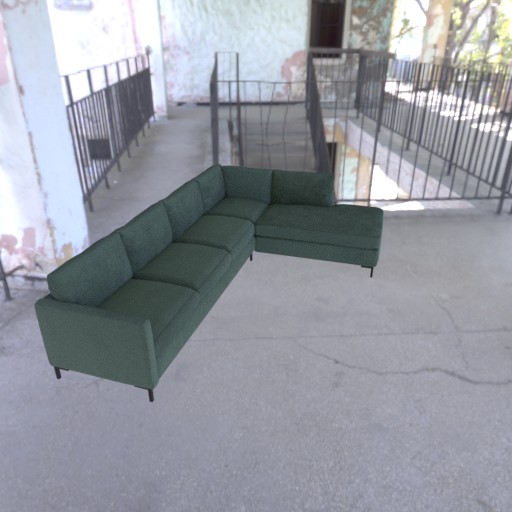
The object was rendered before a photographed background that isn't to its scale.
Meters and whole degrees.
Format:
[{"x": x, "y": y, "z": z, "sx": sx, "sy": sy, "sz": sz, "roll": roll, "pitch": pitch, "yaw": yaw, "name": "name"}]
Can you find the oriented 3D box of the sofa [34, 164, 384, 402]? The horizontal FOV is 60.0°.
[{"x": 0.000, "y": 0.000, "z": 3.214, "sx": 1.707, "sy": 0.687, "sz": 2.486, "roll": 8, "pitch": 27, "yaw": 15, "name": "sofa"}]
